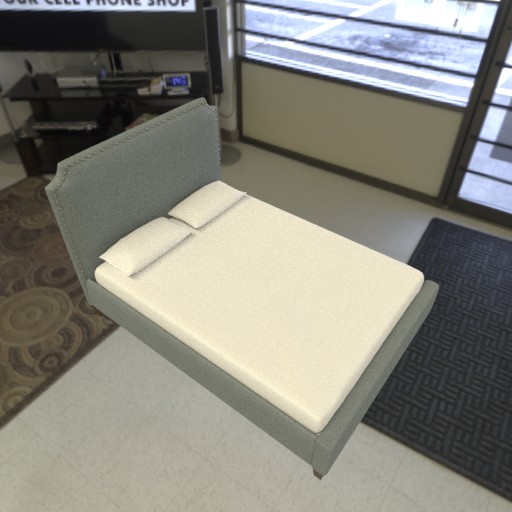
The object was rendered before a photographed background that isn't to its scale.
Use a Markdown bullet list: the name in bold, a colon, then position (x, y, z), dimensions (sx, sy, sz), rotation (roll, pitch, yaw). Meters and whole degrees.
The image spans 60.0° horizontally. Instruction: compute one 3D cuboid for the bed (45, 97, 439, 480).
- **bed**: position (0.000, 0.000, 3.358), dimensions (2.372, 1.443, 1.712), rotation (27, 48, 27)
